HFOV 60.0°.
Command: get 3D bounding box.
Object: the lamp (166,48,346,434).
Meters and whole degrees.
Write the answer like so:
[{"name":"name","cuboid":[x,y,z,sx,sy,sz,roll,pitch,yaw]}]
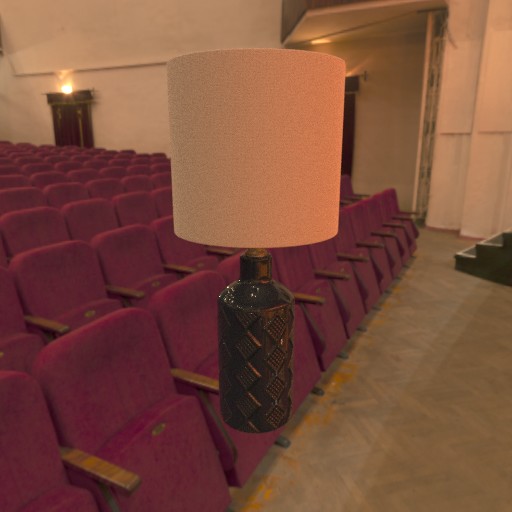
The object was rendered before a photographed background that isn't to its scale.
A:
[{"name":"lamp","cuboid":[0.000,0.000,0.578,0.207,0.461,0.207,8,16,27]}]
